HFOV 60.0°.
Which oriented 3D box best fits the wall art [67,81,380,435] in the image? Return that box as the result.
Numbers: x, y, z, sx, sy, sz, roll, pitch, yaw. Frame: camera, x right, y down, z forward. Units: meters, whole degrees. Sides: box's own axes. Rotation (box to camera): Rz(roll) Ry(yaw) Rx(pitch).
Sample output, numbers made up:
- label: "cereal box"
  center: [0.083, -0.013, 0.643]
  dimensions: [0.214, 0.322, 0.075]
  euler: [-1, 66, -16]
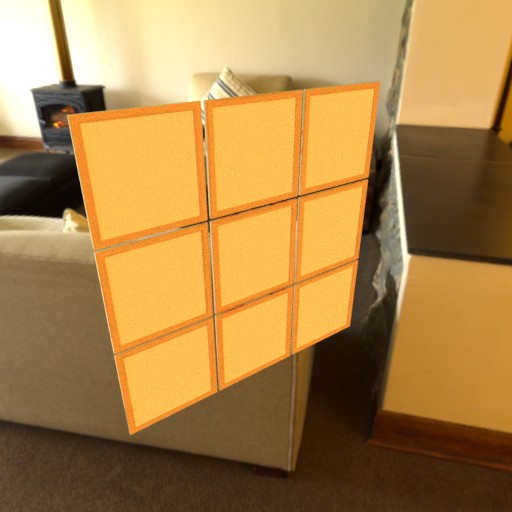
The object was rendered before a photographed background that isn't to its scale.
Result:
- label: "wall art"
  center: [0.000, 0.000, 2.204]
  dimensions: [1.517, 1.523, 0.013]
  euler: [-18, 33, -30]
